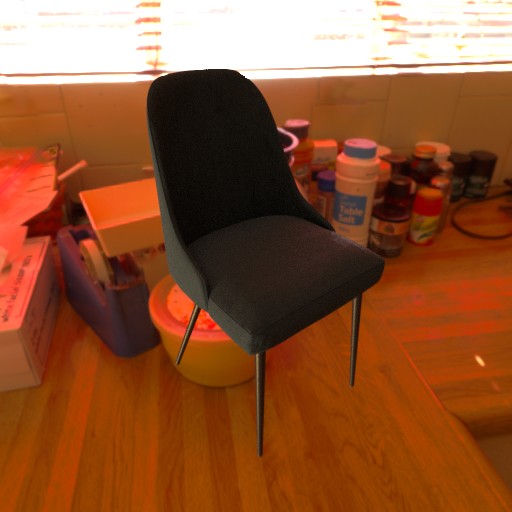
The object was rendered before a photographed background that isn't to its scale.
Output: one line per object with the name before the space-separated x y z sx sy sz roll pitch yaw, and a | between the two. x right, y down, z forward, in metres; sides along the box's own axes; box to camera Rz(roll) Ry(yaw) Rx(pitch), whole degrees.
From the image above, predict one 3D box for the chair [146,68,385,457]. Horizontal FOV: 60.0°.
chair | 0.000 0.000 1.230 0.478 0.896 0.559 -24 39 -33
